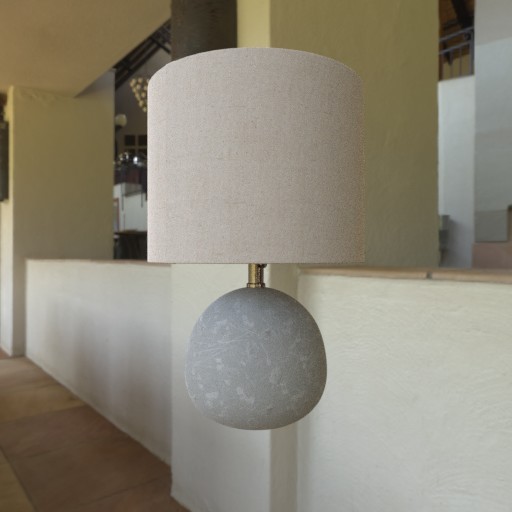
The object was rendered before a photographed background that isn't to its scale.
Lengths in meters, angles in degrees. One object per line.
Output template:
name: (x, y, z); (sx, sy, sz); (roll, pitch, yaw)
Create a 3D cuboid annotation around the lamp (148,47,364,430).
lamp: (0.000, 0.000, 0.566); (0.269, 0.409, 0.269); (0, 0, -36)
